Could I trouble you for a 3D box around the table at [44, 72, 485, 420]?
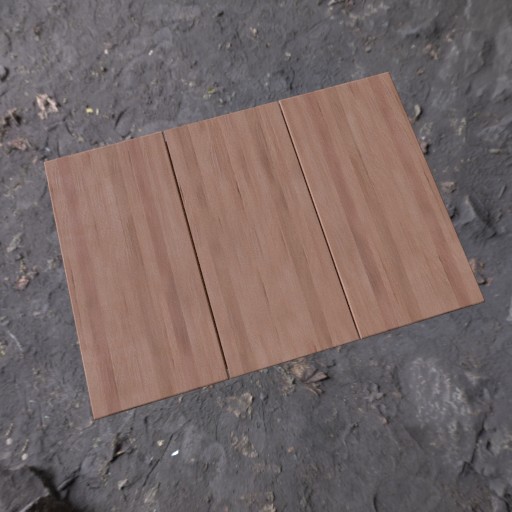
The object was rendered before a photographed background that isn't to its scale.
[{"bbox_3d":[0.000,0.000,1.880,1.300,0.770,0.900,-16,77,-4],"label":"table"}]
